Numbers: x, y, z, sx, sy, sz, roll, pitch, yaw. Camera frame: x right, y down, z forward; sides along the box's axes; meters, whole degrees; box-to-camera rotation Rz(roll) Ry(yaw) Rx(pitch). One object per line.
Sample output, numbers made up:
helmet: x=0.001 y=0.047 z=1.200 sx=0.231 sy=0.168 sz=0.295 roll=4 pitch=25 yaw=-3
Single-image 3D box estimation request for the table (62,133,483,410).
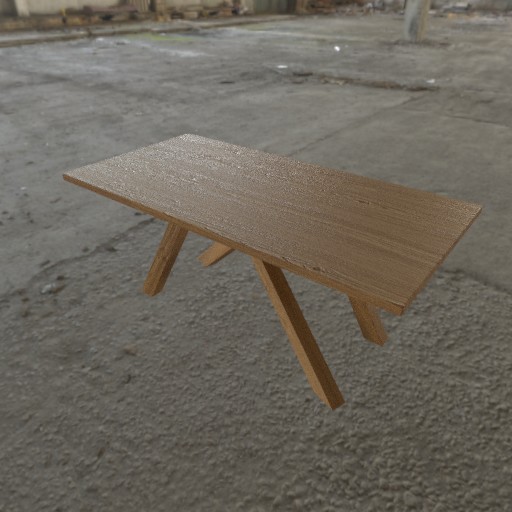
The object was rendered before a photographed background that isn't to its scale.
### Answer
table: x=0.000 y=0.000 z=2.285 sx=1.797 sy=0.750 sz=0.901 roll=22 pitch=38 yaw=31
